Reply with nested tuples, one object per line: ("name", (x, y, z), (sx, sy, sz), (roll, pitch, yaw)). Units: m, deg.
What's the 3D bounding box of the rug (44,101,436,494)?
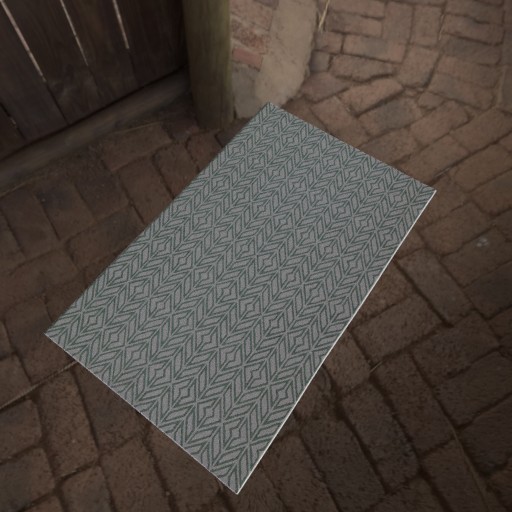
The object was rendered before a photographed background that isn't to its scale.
("rug", (0.000, 0.000, 3.017), (1.517, 0.011, 2.435), (33, 68, 15))
